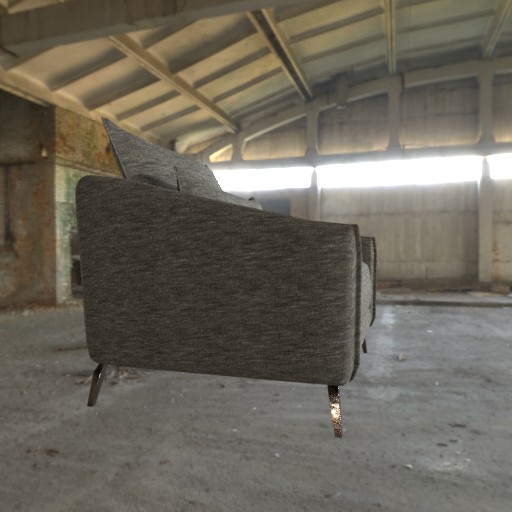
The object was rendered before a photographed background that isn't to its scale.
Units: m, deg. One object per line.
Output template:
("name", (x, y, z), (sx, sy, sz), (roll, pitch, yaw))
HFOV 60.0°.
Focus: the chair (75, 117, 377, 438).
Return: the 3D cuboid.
("chair", (0.000, 0.000, 1.590), (0.805, 0.842, 1.004), (0, 0, 18))
